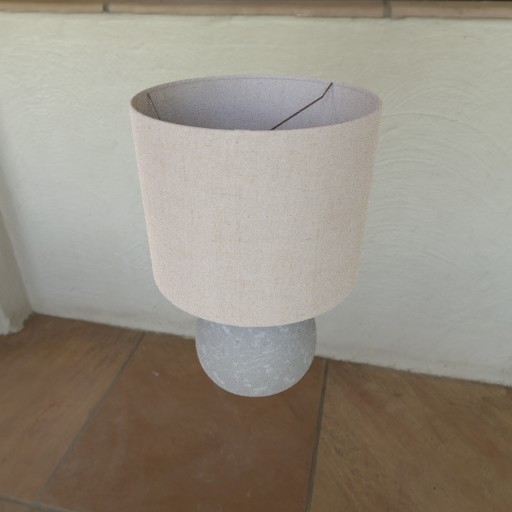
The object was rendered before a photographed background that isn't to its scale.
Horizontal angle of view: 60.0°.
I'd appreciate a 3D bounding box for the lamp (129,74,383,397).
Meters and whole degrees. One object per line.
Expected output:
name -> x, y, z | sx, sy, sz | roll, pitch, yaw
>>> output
lamp -> 0.000, 0.000, 0.589 | 0.269, 0.409, 0.269 | 9, 33, 14
